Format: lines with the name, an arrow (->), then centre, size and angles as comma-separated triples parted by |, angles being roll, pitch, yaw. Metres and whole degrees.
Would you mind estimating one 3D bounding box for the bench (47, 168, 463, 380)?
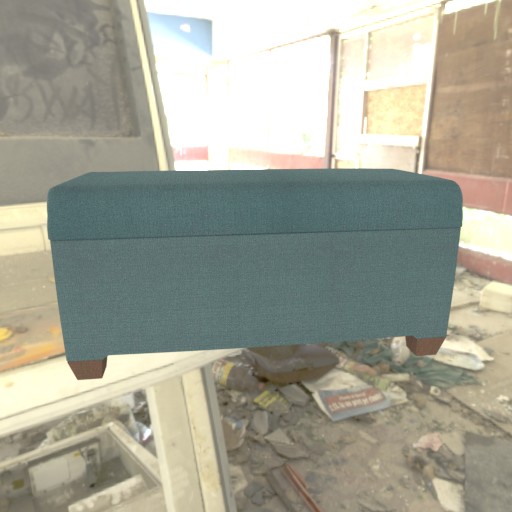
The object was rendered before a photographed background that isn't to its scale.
bench -> 0.000, 0.000, 1.271 | 0.995, 0.474, 0.476 | -2, 17, -7
